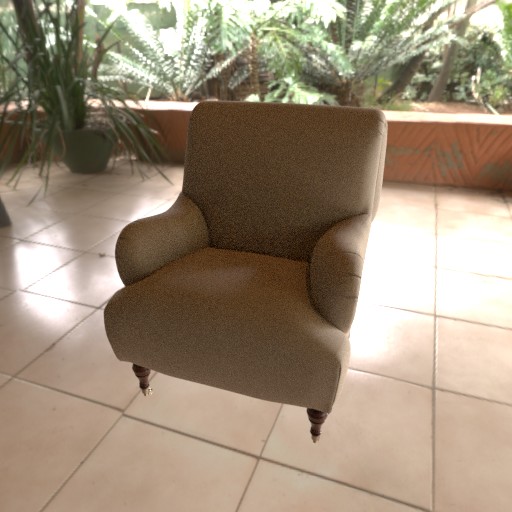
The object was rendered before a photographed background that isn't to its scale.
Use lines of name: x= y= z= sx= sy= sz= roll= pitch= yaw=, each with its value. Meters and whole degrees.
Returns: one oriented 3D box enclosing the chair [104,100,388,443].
chair: x=0.000 y=0.000 z=1.548 sx=0.766 sy=0.942 sz=0.842 roll=9 pitch=28 yaw=17
